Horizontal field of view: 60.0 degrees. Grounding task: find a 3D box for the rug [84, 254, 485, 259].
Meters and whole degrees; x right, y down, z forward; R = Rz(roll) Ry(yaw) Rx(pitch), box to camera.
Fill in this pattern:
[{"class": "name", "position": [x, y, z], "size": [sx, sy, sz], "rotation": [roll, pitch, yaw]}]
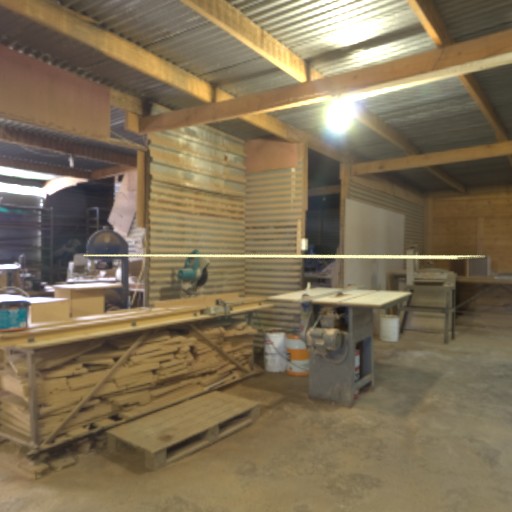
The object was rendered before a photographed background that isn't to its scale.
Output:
[{"class": "rug", "position": [0.000, 0.000, 2.730], "size": [2.435, 0.009, 0.750], "rotation": [0, 1, 35]}]
